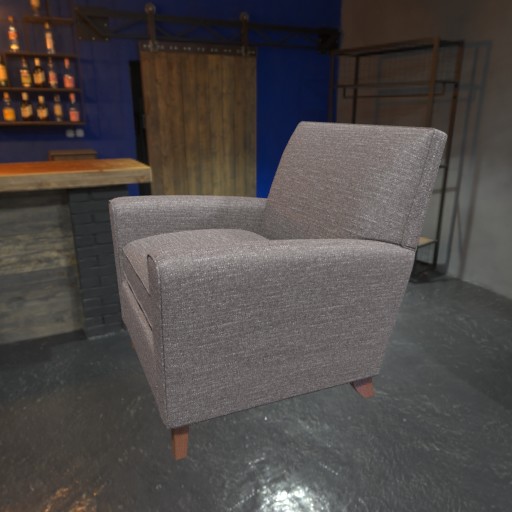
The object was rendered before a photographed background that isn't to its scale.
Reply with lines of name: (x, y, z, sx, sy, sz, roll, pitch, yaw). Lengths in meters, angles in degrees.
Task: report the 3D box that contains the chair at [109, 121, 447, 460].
chair: (0.000, 0.000, 1.569, 0.875, 0.885, 0.838, -8, 20, -23)
